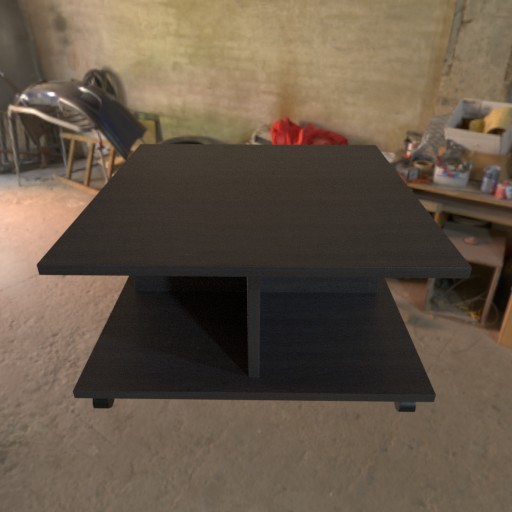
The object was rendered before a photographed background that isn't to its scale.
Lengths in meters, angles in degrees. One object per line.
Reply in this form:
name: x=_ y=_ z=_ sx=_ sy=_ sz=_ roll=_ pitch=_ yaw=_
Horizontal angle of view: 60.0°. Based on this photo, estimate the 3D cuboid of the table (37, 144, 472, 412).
table: x=0.000 y=0.000 z=1.202 sx=0.762 sy=0.396 sz=0.762 roll=0 pitch=30 yaw=1
